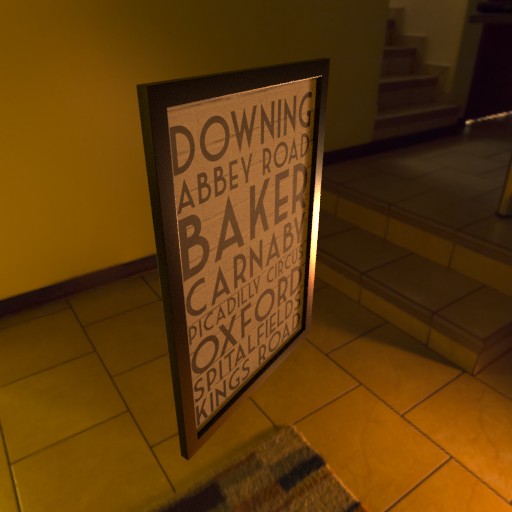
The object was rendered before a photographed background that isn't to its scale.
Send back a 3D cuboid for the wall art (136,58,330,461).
[{"bbox_3d":[0.000,0.000,0.551,0.013,0.432,0.304,19,34,30],"label":"wall art"}]
